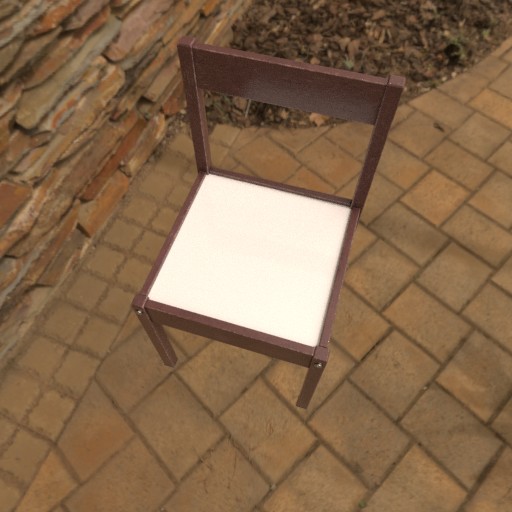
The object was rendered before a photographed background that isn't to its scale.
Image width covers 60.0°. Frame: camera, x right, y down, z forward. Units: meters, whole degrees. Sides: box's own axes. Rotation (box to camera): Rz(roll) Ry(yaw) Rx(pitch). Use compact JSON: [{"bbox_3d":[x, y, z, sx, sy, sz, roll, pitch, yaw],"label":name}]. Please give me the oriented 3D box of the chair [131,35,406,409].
[{"bbox_3d":[0.000,0.000,0.688,0.285,0.505,0.285,15,60,9],"label":"chair"}]
